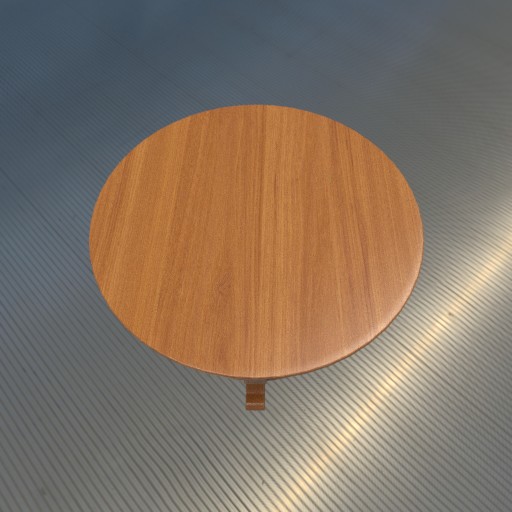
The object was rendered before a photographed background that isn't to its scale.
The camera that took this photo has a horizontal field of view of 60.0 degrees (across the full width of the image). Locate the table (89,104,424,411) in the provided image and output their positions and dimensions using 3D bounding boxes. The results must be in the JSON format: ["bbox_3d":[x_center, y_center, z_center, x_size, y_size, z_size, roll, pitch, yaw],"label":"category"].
[{"bbox_3d":[0.000,0.000,1.587,1.029,0.490,1.029,0,58,0],"label":"table"}]
